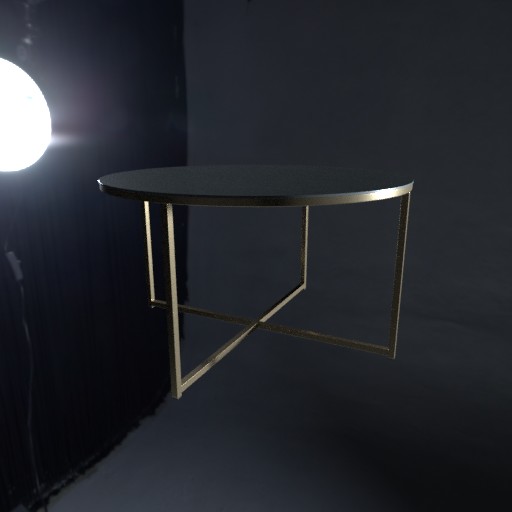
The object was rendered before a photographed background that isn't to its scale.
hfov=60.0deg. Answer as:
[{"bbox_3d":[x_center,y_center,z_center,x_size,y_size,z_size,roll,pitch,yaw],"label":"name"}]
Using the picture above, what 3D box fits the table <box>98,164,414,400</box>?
[{"bbox_3d":[0.000,0.000,1.250,0.800,0.450,0.800,0,16,0],"label":"table"}]
